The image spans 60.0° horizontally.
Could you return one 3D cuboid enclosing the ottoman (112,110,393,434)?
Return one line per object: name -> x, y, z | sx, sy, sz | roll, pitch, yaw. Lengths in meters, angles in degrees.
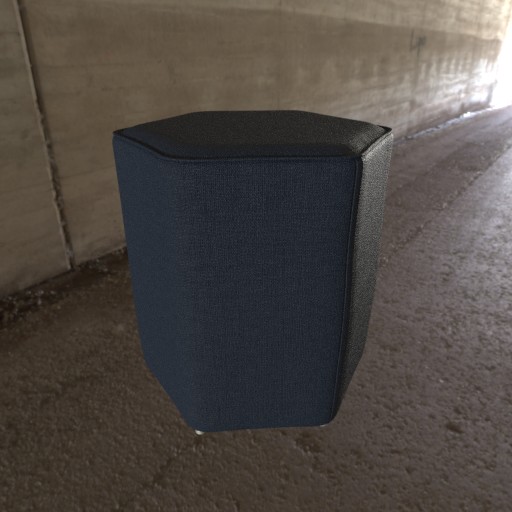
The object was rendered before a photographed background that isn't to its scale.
ottoman -> 0.000, 0.000, 0.872 | 0.492, 0.505, 0.454 | 0, 25, 0
